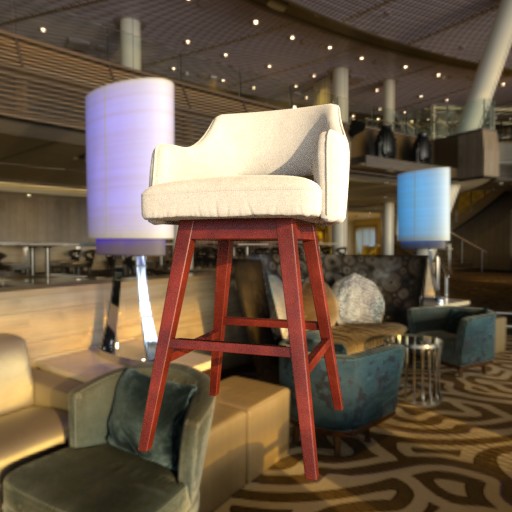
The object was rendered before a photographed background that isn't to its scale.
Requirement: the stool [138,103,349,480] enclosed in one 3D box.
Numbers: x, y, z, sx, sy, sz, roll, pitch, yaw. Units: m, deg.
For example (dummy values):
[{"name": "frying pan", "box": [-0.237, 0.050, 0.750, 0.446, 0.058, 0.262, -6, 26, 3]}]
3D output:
[{"name": "stool", "box": [0.000, 0.000, 1.332, 0.548, 1.012, 0.558, 0, 1, 18]}]
